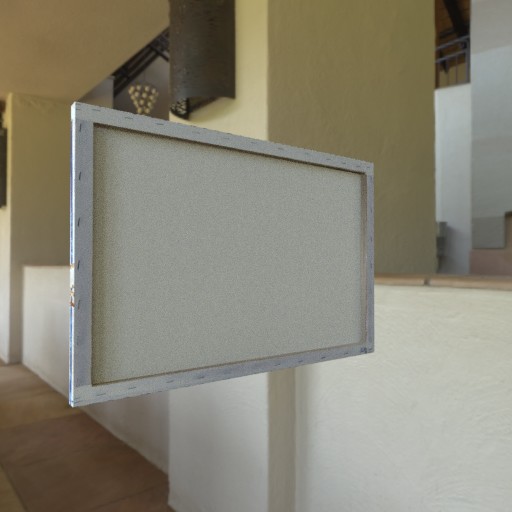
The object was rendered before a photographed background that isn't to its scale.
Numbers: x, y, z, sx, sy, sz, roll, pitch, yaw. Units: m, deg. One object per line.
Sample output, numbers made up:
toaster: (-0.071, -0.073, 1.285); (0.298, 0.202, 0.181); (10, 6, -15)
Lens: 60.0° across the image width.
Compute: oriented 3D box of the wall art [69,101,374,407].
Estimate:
wall art: (0.000, 0.000, 1.448); (1.143, 0.757, 0.038); (1, -1, -36)
